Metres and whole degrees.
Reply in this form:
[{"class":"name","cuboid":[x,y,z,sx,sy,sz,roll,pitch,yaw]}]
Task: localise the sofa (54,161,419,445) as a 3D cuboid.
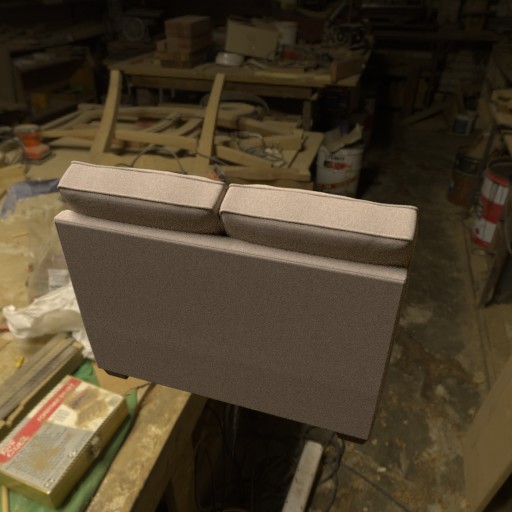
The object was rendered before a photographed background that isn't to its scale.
[{"class":"sofa","cuboid":[0.000,0.000,1.976,1.237,1.008,0.951,10,35,15]}]
